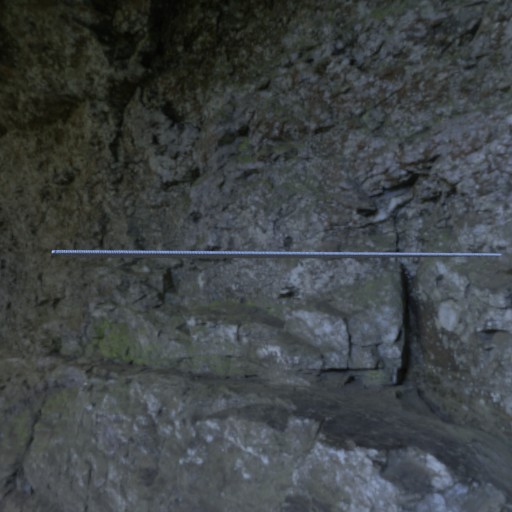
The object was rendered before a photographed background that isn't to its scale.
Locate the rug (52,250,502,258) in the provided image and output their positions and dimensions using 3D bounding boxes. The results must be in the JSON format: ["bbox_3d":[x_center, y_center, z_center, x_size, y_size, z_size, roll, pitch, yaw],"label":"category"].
[{"bbox_3d":[0.000,0.000,4.008,3.123,0.017,2.447,0,-1,-19],"label":"rug"}]
